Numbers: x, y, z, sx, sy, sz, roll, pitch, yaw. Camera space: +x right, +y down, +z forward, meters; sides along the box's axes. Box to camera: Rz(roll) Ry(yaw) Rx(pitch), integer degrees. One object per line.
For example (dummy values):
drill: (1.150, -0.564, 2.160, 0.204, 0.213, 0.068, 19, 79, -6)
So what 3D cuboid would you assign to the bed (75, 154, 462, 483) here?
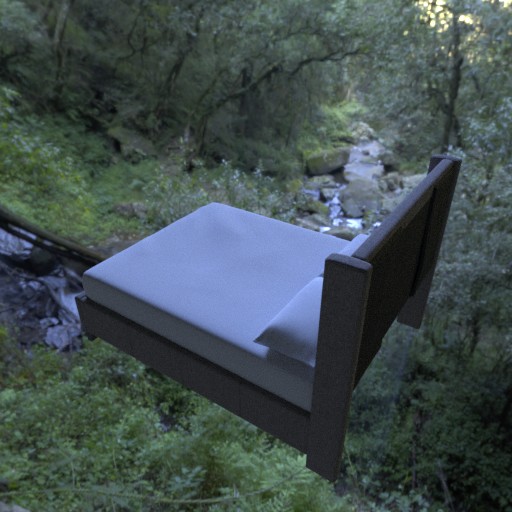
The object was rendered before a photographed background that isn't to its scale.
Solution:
bed: (0.000, 0.000, 3.319, 2.245, 1.476, 1.714, 19, 36, 29)
